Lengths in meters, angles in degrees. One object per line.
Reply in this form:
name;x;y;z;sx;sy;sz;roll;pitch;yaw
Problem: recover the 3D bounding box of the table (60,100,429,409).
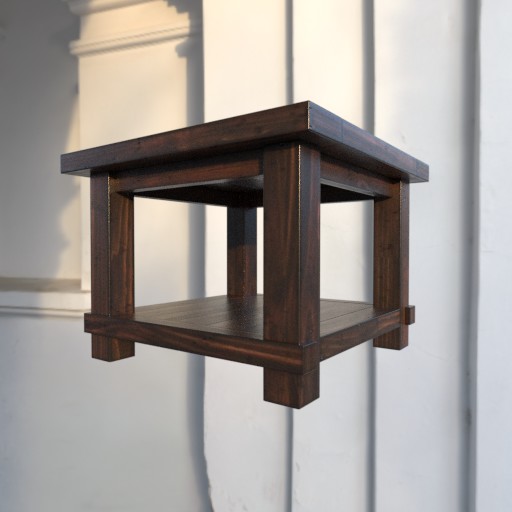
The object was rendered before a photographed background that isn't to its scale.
table;0.000;0.000;1.015;0.606;0.437;0.593;1;2;36
